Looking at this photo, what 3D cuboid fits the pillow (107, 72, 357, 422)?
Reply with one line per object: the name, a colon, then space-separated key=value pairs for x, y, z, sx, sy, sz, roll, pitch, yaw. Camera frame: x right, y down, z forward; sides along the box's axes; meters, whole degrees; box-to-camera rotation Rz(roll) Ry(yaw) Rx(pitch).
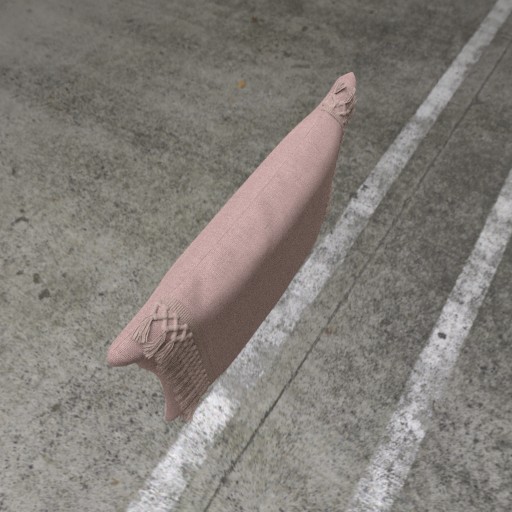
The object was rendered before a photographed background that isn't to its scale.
pillow: x=0.000 y=0.000 z=0.610 sx=0.084 sy=0.305 sz=0.466 roll=30 pitch=64 yaw=16
